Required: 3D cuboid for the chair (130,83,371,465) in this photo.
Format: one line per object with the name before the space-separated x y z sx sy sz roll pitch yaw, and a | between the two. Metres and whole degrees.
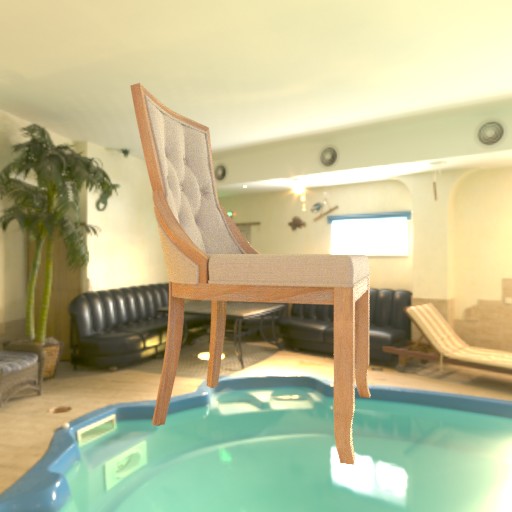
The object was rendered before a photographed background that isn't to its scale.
chair | 0.000 0.000 1.345 0.641 0.947 0.524 0 0 18
